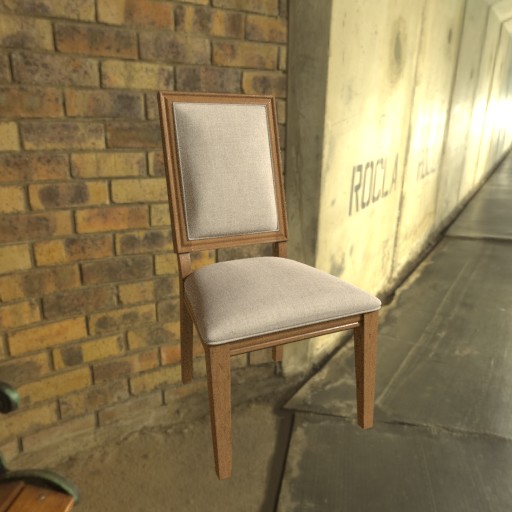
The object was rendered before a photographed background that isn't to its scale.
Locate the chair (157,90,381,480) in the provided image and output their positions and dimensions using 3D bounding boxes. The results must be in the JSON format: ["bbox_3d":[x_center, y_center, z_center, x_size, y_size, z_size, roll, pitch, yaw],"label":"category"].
[{"bbox_3d":[0.000,0.000,1.371,0.536,0.988,0.601,-7,17,-25],"label":"chair"}]
